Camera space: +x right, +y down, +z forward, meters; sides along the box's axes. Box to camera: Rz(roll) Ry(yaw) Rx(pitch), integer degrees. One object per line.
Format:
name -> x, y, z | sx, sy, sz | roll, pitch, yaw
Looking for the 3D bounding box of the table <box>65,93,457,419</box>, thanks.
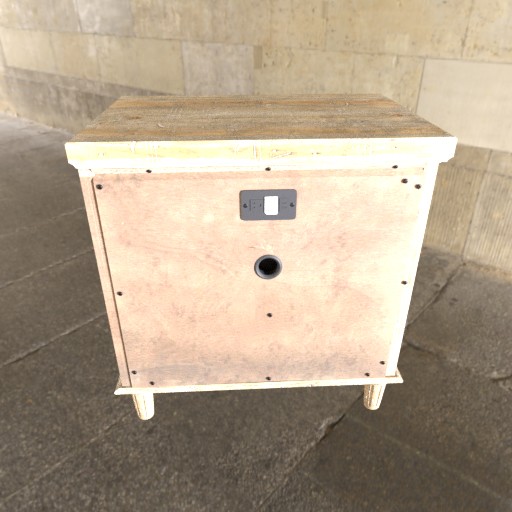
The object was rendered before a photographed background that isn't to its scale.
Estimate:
table -> 0.000, 0.000, 1.131 | 0.686, 0.711, 0.457 | -2, 30, -3
